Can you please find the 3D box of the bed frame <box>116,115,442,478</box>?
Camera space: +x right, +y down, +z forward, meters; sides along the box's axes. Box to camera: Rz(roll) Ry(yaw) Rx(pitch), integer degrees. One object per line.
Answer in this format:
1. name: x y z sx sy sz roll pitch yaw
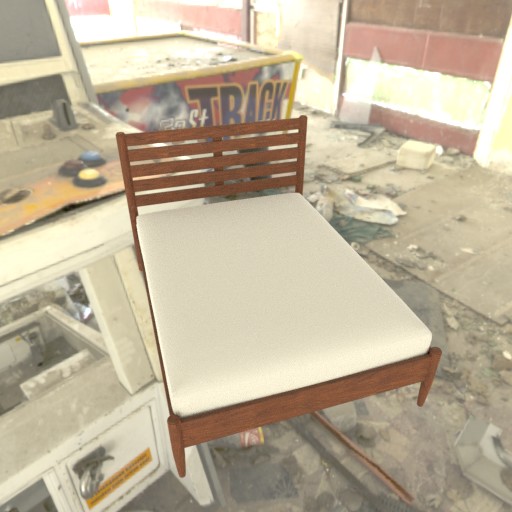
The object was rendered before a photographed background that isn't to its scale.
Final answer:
1. bed frame: 0.000 0.000 3.235 1.655 1.321 2.234 -10 34 -15
